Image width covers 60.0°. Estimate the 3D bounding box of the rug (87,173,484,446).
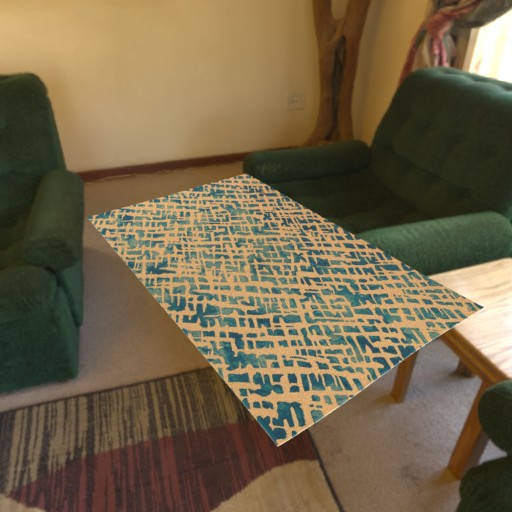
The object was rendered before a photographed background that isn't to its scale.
[{"bbox_3d":[0.000,0.000,3.023,1.520,0.011,2.447,-21,39,-29],"label":"rug"}]
